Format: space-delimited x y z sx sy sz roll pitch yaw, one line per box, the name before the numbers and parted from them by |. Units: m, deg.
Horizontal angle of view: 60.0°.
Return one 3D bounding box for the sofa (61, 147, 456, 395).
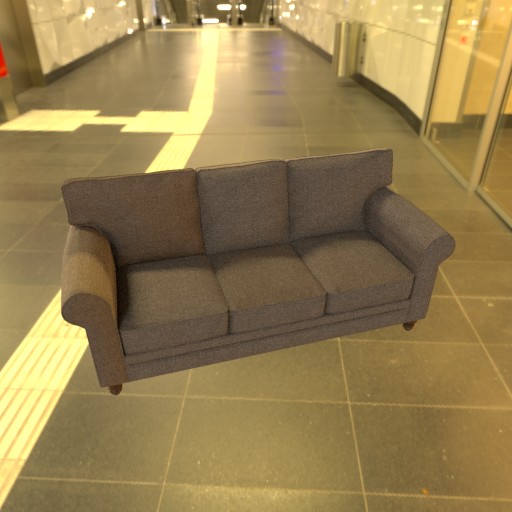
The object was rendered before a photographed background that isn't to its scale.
sofa | 0.000 0.000 2.630 2.084 0.961 0.916 -9 32 -14
